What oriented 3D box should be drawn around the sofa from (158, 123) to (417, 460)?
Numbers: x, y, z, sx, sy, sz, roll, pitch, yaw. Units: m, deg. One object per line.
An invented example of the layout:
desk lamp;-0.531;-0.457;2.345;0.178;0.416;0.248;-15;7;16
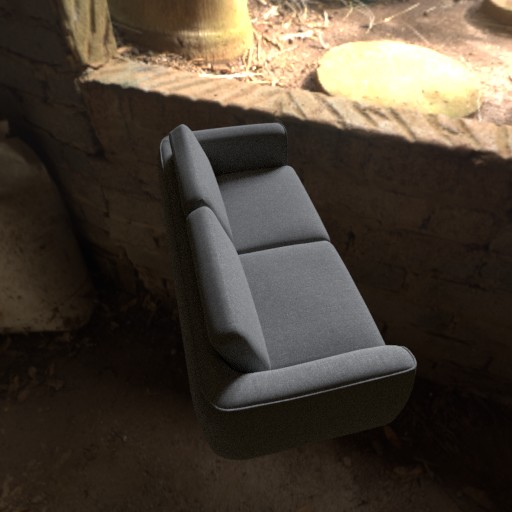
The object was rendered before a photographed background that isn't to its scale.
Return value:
sofa;0.000;0.000;2.440;0.920;0.870;2.000;-10;47;-10
